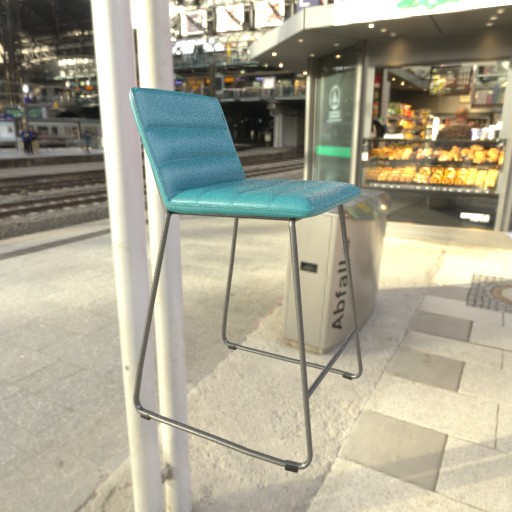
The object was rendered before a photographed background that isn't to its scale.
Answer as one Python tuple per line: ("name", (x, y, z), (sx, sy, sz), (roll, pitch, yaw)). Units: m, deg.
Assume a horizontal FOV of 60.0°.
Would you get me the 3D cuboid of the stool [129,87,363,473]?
("stool", (0.000, 0.000, 1.213), (0.524, 0.866, 0.489), (8, 17, 27))
